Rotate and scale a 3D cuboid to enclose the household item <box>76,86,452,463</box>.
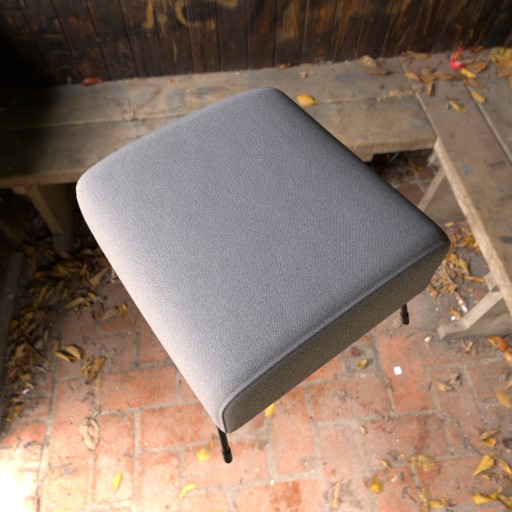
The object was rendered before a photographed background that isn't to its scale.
[{"bbox_3d":[0.000,0.000,0.916,0.530,0.410,0.530,-32,63,-18],"label":"household item"}]
